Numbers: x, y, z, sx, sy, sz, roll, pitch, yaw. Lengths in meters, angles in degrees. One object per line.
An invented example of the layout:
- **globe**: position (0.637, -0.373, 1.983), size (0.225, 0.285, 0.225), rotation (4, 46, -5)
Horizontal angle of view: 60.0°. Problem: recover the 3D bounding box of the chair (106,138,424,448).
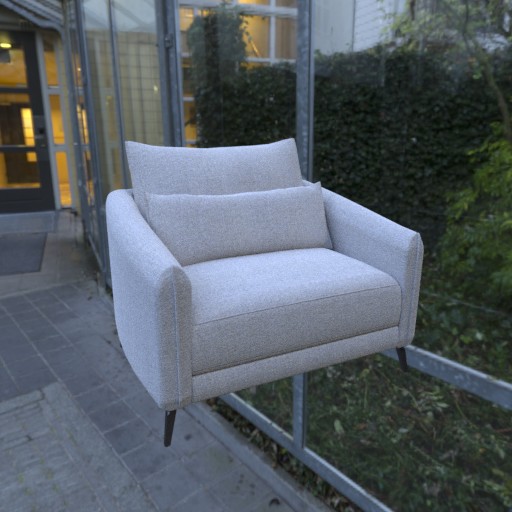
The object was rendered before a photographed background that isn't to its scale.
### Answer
- **chair**: position (0.000, 0.000, 1.680), size (1.029, 0.856, 0.801), rotation (-8, 17, -26)
